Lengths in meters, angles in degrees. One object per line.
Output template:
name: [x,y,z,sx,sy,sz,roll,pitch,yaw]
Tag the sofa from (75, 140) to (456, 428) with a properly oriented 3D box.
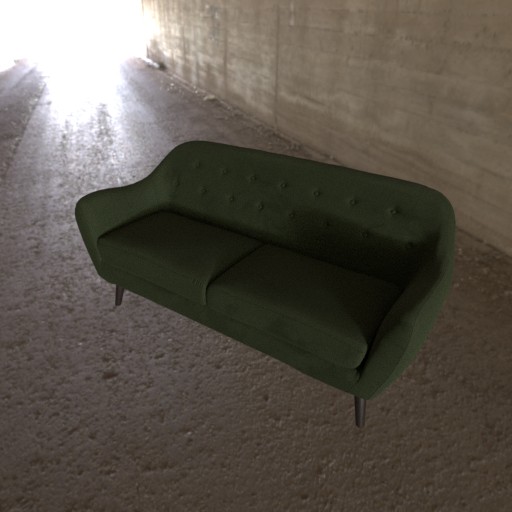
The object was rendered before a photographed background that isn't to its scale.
sofa: [0.000,0.000,2.265,1.840,0.836,0.820,19,35,29]
